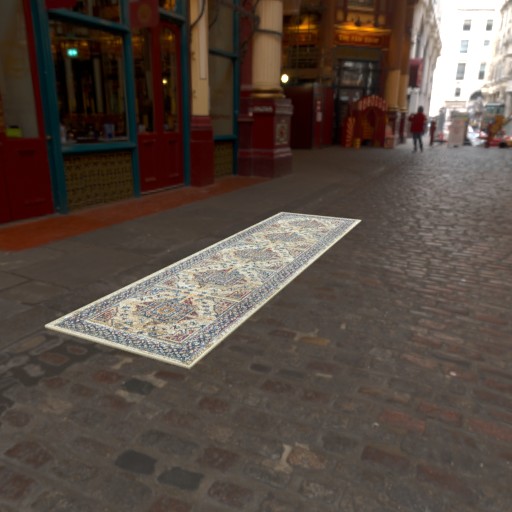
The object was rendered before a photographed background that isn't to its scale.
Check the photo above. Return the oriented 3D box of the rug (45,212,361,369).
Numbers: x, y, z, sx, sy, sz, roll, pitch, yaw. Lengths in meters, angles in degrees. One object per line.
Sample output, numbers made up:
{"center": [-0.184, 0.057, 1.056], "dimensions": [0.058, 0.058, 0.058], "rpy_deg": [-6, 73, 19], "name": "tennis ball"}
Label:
{"center": [0.000, 0.000, 2.523], "dimensions": [0.661, 0.013, 2.297], "rpy_deg": [8, 19, 25], "name": "rug"}
